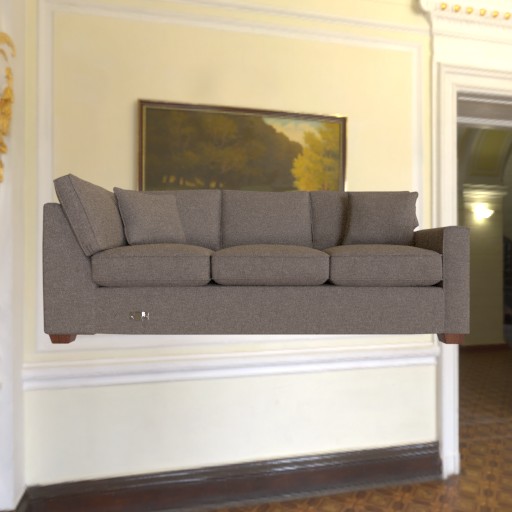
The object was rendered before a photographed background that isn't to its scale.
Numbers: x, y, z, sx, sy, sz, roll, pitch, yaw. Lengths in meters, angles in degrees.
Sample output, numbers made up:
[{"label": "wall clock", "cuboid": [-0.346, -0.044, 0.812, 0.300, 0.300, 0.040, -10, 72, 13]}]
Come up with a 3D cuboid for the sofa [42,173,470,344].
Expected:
[{"label": "sofa", "cuboid": [0.000, 0.000, 2.849, 2.317, 0.962, 1.061, 0, 0, 0]}]
